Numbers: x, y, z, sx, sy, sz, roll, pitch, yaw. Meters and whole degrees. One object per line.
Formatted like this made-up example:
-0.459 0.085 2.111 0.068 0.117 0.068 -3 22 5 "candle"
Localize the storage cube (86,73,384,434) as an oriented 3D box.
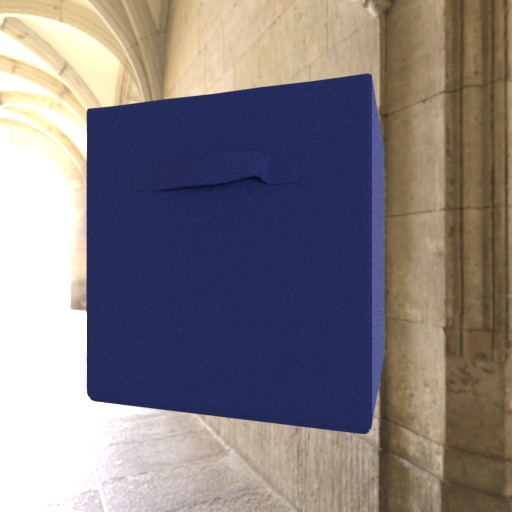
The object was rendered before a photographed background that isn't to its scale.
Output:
0.000 0.000 0.492 0.270 0.280 0.270 0 0 18 "storage cube"
